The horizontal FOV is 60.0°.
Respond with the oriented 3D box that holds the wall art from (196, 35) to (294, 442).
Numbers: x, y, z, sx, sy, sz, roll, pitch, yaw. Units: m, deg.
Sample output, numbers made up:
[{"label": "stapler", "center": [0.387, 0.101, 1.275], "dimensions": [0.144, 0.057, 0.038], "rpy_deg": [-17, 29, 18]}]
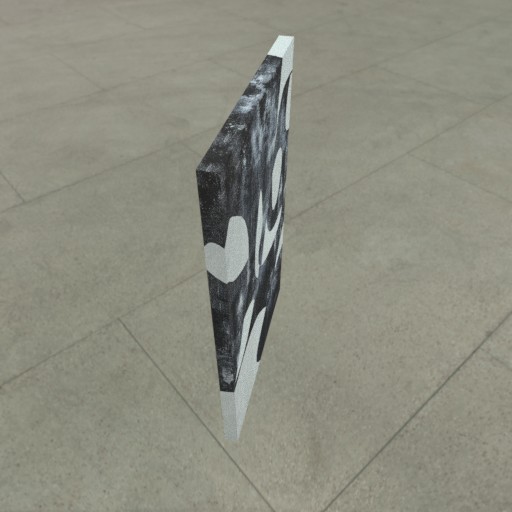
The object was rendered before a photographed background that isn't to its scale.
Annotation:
[{"label": "wall art", "center": [0.000, 0.000, 1.181], "dimensions": [0.041, 0.915, 0.610], "rpy_deg": [10, 45, 10]}]
